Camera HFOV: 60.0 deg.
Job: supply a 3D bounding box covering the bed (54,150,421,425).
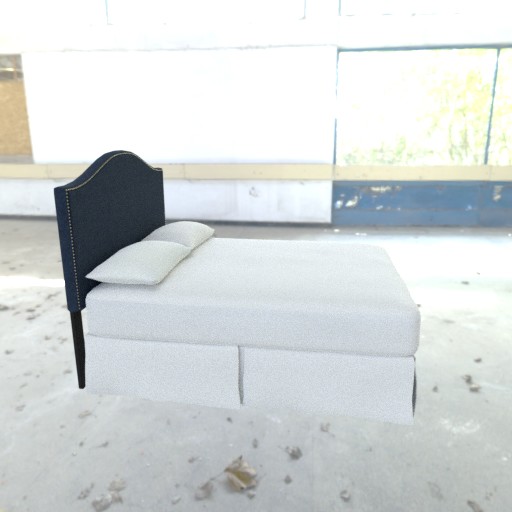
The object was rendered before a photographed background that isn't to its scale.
[{"bbox_3d":[0.000,0.000,3.291,2.153,1.518,1.725,2,15,8],"label":"bed"}]
